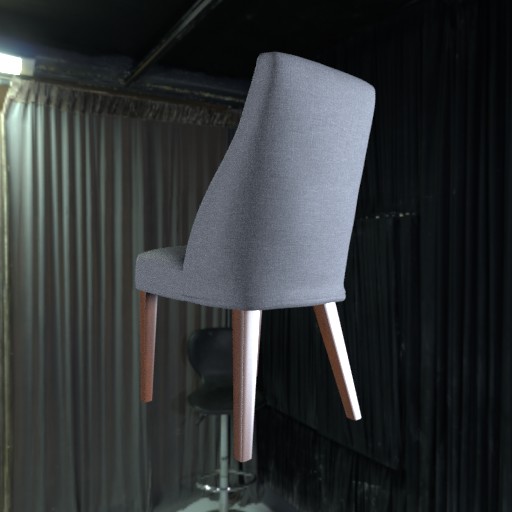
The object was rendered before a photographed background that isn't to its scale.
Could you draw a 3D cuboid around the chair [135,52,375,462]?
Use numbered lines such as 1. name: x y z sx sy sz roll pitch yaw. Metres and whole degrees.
1. chair: 0.000 0.000 1.299 0.500 0.930 0.620 -1 2 -38
